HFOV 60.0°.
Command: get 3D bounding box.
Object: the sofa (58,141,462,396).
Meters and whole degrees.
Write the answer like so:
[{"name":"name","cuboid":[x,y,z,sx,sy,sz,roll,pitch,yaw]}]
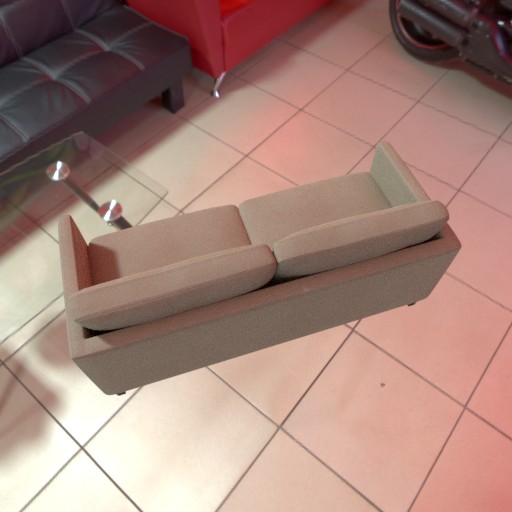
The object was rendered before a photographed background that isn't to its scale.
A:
[{"name":"sofa","cuboid":[0.000,0.000,2.751,2.181,0.932,0.948,-15,58,-10]}]
